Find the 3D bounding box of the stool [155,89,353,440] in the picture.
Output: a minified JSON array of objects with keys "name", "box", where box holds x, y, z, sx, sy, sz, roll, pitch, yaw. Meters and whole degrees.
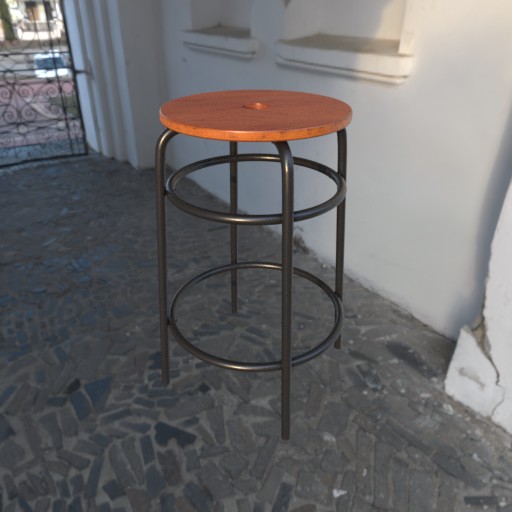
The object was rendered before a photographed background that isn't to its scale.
[{"name":"stool","box":[0.000,0.000,0.933,0.455,0.610,0.455,-8,31,-14]}]
